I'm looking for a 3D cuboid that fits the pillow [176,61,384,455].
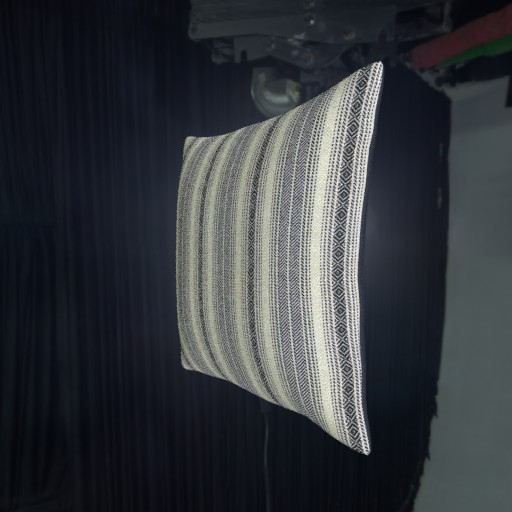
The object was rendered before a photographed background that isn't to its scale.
[{"bbox_3d":[0.000,0.000,0.773,0.166,0.508,0.520,-1,2,-37],"label":"pillow"}]
